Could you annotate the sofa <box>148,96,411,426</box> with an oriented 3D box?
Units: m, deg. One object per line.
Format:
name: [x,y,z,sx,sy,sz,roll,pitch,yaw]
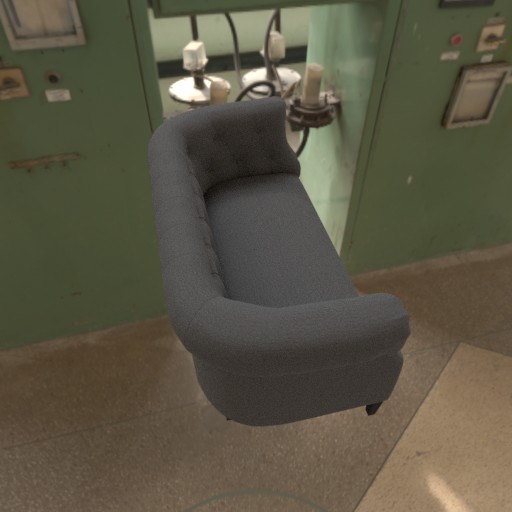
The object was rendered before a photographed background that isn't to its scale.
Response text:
sofa: [0.000,0.000,2.073,0.835,0.827,1.558,-10,47,-9]
